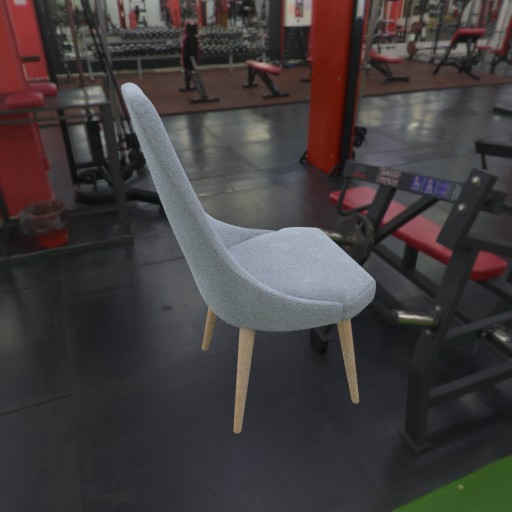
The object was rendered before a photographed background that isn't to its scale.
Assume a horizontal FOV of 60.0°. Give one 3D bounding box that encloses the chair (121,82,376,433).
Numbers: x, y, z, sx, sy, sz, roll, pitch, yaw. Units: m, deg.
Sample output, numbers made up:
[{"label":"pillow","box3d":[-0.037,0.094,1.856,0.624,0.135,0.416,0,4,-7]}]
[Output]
[{"label":"chair","box3d":[0.000,0.000,1.393,0.660,1.040,0.510,-10,32,-17]}]
